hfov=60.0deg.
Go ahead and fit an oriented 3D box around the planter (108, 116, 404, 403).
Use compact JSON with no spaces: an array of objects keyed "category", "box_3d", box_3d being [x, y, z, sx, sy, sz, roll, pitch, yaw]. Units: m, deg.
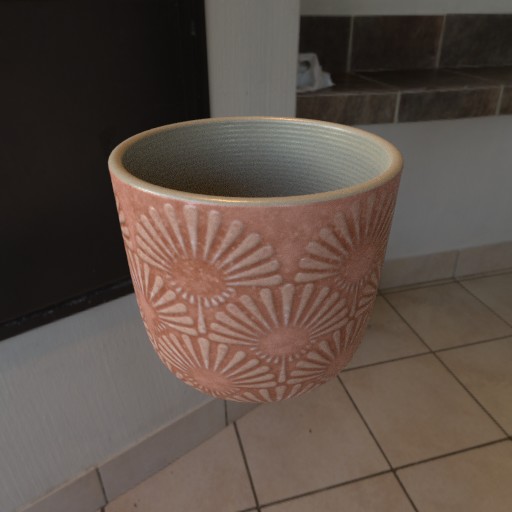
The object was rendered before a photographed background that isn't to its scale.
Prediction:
[{"category":"planter","box_3d":[0.000,0.000,0.219,0.124,0.109,0.124,0,30,0]}]
